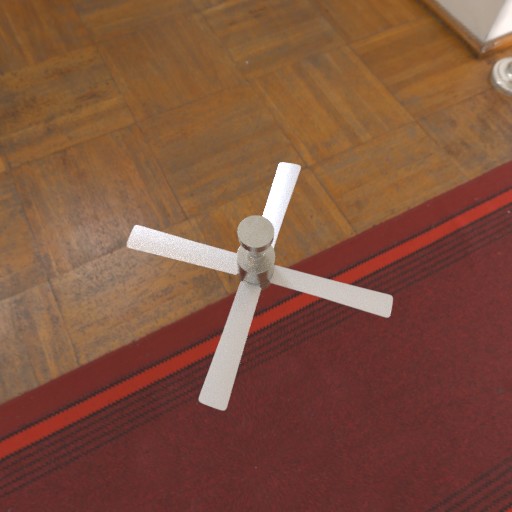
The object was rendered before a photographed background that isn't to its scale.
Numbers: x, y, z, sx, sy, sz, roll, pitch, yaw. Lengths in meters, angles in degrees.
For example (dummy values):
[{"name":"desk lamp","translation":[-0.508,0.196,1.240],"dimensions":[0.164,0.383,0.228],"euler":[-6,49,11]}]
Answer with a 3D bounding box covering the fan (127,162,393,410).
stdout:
[{"name":"fan","translation":[0.000,0.000,2.317],"dimensions":[1.525,0.539,1.525],"euler":[16,66,7]}]
